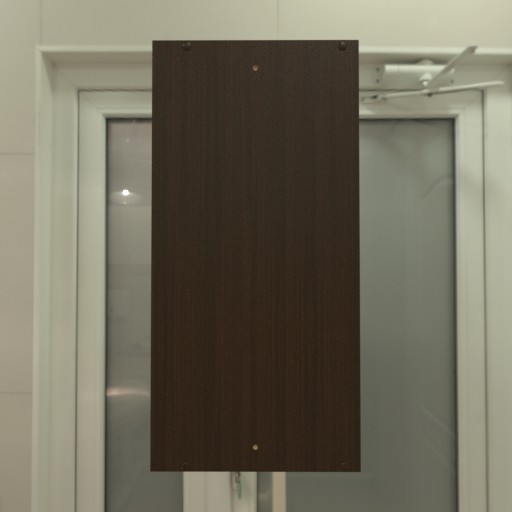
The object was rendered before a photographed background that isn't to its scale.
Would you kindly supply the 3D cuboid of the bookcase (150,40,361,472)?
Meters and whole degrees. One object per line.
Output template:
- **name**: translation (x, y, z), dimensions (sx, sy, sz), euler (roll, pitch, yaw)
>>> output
- **bookcase**: translation (0.000, 0.000, 0.764), dimensions (0.290, 0.600, 0.300), euler (0, -1, 0)
